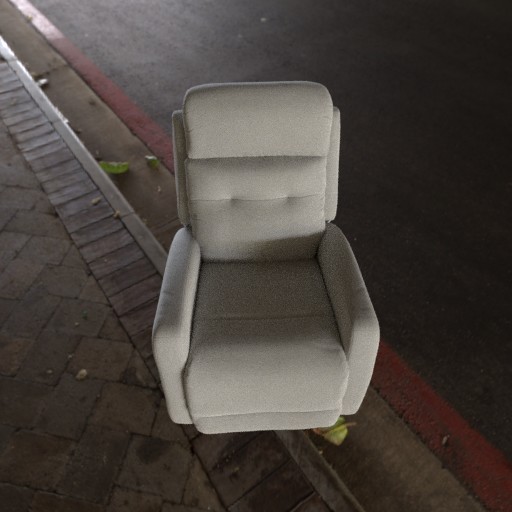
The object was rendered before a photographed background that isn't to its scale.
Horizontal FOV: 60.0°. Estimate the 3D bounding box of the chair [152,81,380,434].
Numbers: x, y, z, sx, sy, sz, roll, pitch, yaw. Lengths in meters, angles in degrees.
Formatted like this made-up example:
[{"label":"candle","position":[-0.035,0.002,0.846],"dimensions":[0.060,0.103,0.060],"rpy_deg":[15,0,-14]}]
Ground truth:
[{"label":"chair","position":[0.000,0.000,1.744],"dimensions":[0.798,1.013,1.043],"rpy_deg":[-2,47,-2]}]
